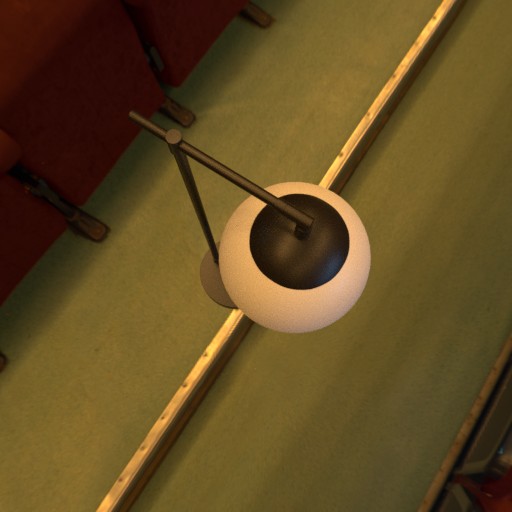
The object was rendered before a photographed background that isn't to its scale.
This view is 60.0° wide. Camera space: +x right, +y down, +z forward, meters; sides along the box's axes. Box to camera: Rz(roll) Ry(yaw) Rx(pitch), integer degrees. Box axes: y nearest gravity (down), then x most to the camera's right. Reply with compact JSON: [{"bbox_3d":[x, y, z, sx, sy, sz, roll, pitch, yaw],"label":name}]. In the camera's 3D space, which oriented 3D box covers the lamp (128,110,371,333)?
[{"bbox_3d":[0.000,0.000,0.710,0.316,0.559,0.197,32,78,8],"label":"lamp"}]
